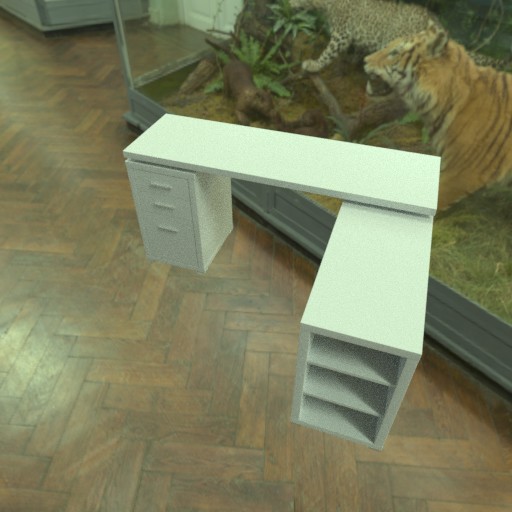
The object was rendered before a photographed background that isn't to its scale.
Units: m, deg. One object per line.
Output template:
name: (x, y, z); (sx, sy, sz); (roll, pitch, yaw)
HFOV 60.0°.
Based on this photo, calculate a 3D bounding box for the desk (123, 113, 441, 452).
desk: (0.000, 0.000, 2.216); (1.524, 0.753, 1.200); (13, 44, 14)
